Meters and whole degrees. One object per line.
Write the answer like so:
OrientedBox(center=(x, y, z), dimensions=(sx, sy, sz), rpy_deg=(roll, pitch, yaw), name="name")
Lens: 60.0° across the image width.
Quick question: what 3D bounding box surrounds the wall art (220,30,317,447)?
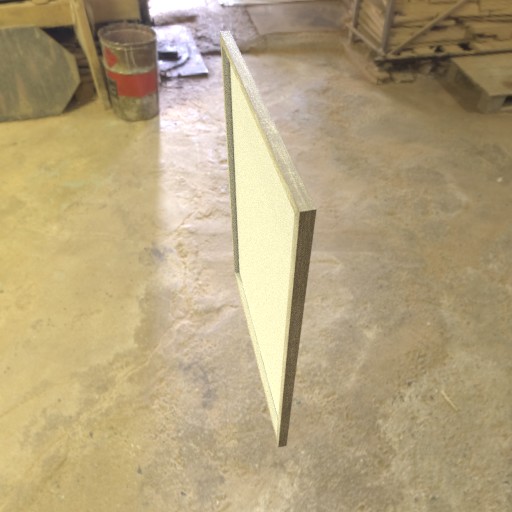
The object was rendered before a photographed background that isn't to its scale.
OrientedBox(center=(0.000, 0.000, 1.347), dimensions=(0.035, 1.022, 0.781), rpy_deg=(-10, 47, -9), name="wall art")
